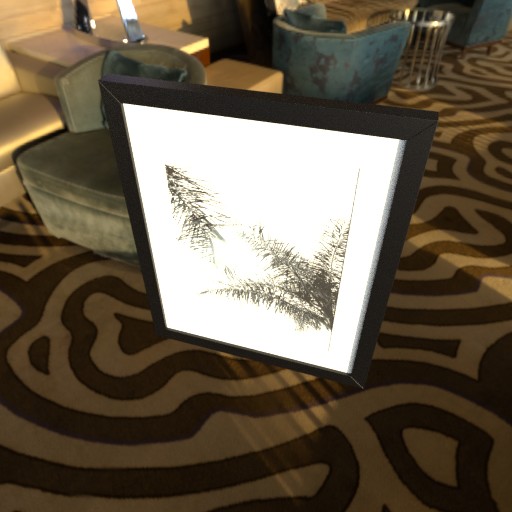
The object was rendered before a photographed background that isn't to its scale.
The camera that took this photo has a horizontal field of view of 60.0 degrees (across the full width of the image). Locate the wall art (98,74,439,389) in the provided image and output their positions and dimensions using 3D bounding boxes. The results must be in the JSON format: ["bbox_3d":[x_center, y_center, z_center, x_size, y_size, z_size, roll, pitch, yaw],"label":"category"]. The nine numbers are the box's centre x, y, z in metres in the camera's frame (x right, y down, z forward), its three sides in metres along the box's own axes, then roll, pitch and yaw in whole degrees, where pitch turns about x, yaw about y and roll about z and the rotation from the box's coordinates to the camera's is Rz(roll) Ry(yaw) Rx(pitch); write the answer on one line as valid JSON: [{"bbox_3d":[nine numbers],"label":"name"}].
[{"bbox_3d":[0.000,0.000,0.763,0.457,0.557,0.028,11,42,13],"label":"wall art"}]
